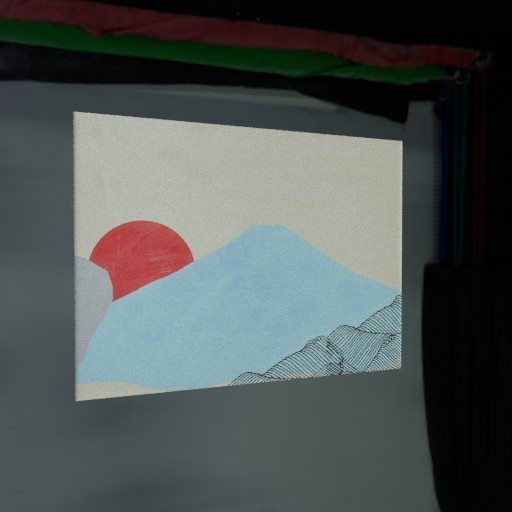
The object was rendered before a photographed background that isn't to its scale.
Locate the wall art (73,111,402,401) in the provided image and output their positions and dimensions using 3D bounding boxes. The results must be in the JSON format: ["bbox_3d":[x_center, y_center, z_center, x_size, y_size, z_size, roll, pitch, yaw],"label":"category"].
[{"bbox_3d":[0.000,0.000,1.607,1.219,0.912,0.042,0,1,-18],"label":"wall art"}]
